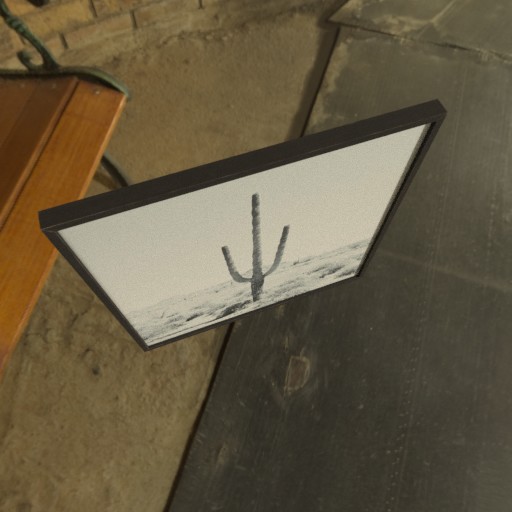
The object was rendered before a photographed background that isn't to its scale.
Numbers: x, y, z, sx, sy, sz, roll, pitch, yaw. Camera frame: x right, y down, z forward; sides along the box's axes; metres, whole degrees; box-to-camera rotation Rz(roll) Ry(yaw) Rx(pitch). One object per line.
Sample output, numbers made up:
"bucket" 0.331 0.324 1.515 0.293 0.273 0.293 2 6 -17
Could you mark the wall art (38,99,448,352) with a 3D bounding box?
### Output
"wall art" 0.000 0.000 1.130 0.762 0.762 0.038 -18 64 -9
